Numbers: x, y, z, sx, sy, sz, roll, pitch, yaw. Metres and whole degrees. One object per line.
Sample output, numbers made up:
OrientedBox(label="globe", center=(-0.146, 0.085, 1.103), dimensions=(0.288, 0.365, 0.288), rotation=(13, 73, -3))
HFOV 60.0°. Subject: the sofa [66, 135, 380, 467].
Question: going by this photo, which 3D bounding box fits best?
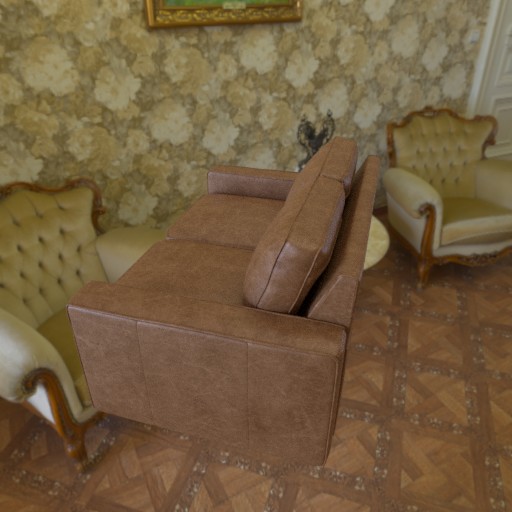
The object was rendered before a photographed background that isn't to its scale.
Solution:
OrientedBox(label="sofa", center=(0.000, 0.000, 2.136), dimensions=(1.020, 0.896, 1.532), rotation=(9, 32, 14))
